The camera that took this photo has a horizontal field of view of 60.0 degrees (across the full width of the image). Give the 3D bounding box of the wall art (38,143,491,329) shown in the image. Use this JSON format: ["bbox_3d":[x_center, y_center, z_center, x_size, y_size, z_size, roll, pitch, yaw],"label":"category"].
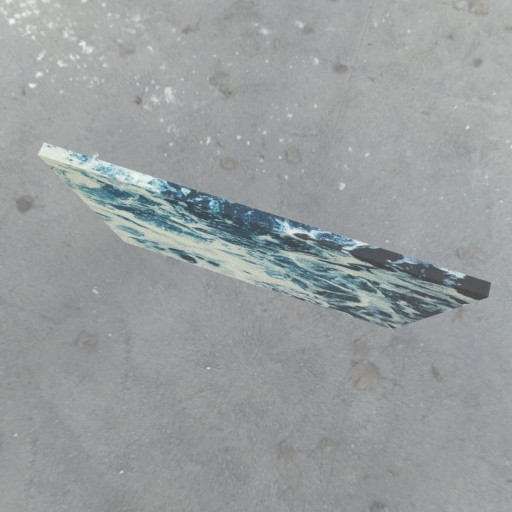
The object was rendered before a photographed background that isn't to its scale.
[{"bbox_3d":[0.000,0.000,1.915,1.524,1.017,0.055,18,76,5],"label":"wall art"}]
